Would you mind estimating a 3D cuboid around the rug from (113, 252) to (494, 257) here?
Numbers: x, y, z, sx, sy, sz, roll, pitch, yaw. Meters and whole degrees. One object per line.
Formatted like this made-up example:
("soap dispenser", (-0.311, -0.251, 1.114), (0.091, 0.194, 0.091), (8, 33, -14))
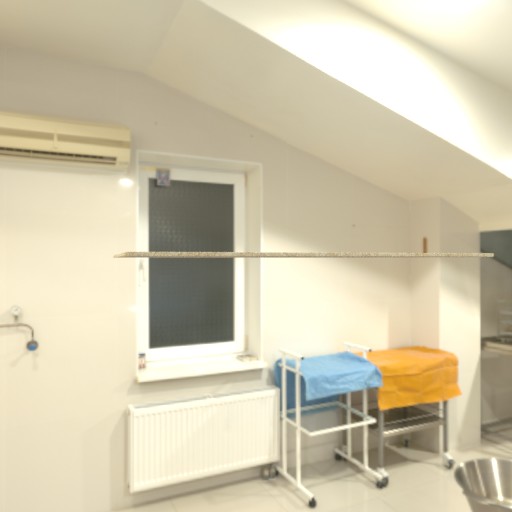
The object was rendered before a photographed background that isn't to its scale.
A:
("rug", (0.000, 0.000, 3.990), (2.401, 0.025, 3.001), (0, 0, -19))
